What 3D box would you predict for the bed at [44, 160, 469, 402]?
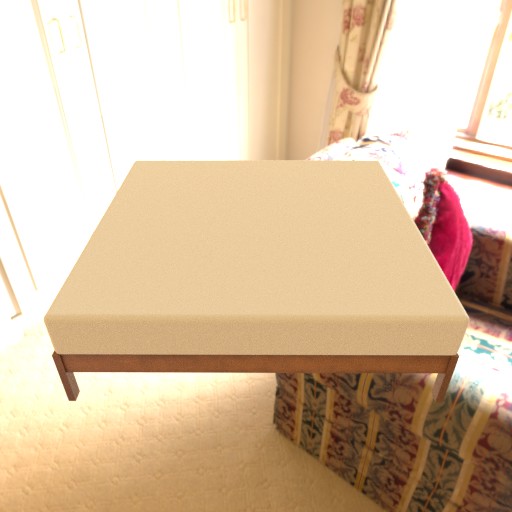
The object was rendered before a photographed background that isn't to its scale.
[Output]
[{"bbox_3d":[0.000,0.000,3.047,2.049,0.616,1.930,0,35,0],"label":"bed"}]
